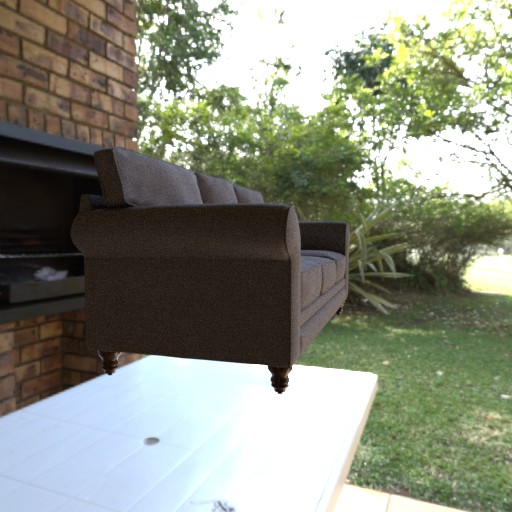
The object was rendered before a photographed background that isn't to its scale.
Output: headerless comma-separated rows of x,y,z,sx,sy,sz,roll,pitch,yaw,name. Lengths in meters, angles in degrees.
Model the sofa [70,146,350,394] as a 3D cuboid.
0.000,0.000,2.616,0.916,0.961,2.084,1,3,18,sofa
